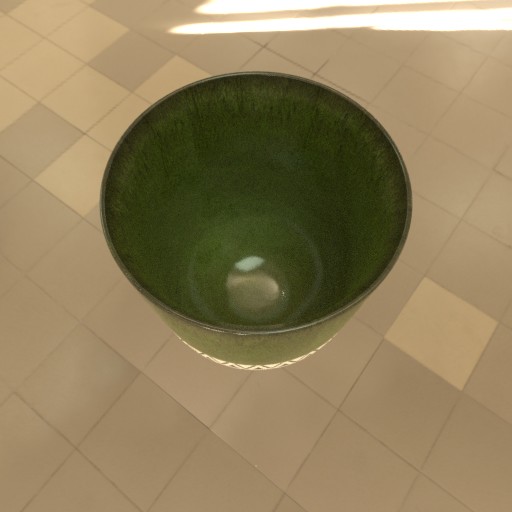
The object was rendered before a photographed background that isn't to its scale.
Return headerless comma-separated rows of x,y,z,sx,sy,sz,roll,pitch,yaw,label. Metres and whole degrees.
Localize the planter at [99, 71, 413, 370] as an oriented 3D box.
0.000,0.000,0.471,0.245,0.270,0.245,0,65,0,planter
